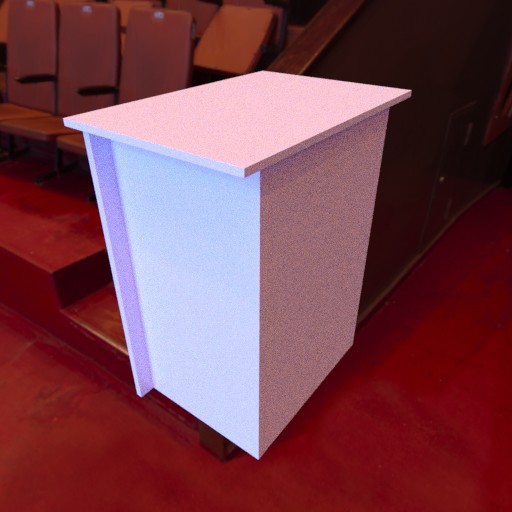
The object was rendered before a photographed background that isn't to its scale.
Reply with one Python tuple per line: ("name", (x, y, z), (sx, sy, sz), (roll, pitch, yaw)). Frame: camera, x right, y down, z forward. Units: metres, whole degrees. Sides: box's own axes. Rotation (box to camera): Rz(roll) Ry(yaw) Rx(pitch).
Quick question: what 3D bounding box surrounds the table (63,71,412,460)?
("table", (0.000, 0.000, 1.059), (0.406, 0.711, 0.589), (22, 38, 31))
